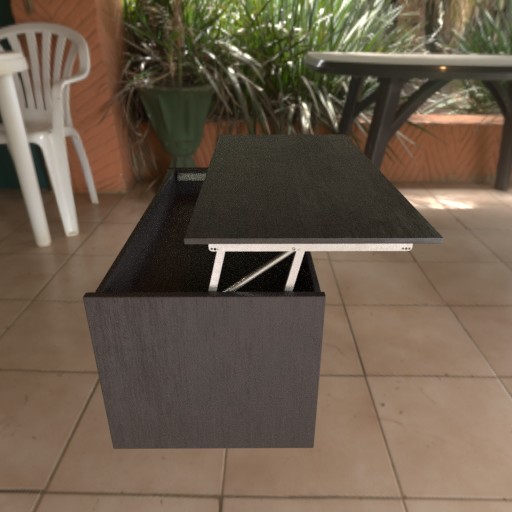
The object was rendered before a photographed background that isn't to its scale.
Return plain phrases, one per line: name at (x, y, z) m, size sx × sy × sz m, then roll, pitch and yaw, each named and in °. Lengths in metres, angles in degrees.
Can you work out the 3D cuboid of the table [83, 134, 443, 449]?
table at (0.000, 0.000, 1.419) m, size 0.712 × 0.570 × 1.000 m, roll 0°, pitch 26°, yaw 0°
